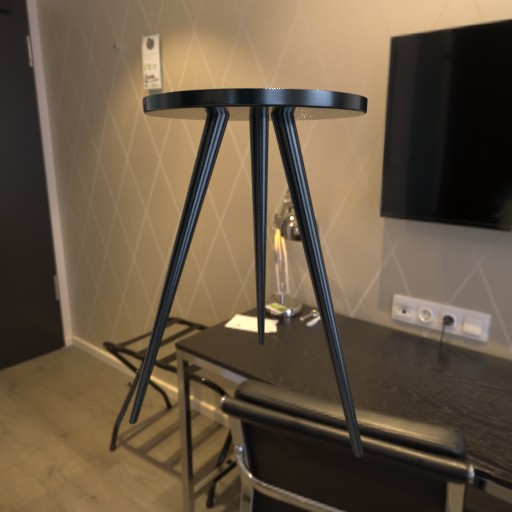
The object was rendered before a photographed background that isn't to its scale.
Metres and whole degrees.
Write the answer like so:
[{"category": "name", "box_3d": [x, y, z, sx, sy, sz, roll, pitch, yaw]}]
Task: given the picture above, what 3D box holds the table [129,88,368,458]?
[{"category": "table", "box_3d": [0.000, 0.000, 0.836, 0.403, 0.548, 0.415, 2, 14, 9]}]
